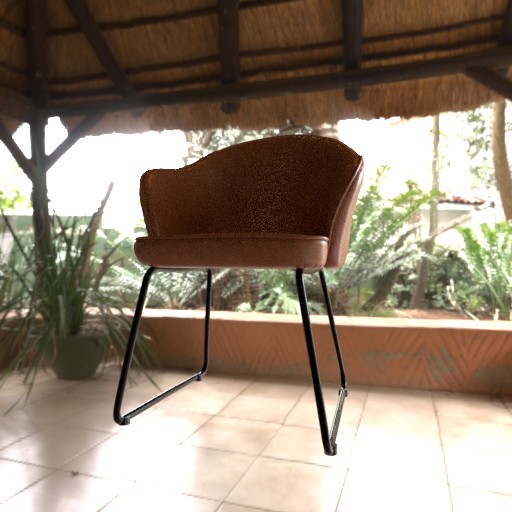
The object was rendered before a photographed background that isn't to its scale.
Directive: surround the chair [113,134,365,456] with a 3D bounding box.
[{"bbox_3d":[0.000,0.000,1.194,0.582,0.785,0.580,0,0,18],"label":"chair"}]
